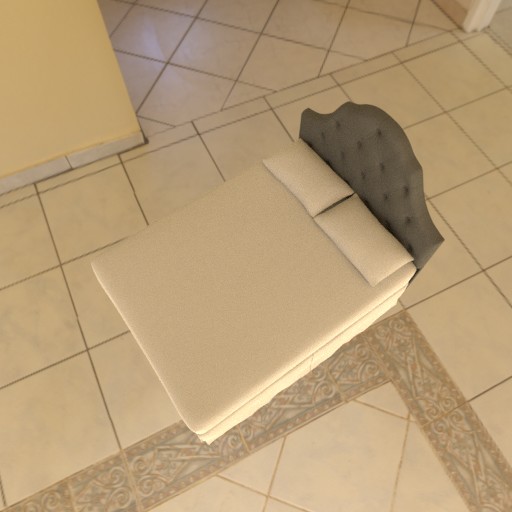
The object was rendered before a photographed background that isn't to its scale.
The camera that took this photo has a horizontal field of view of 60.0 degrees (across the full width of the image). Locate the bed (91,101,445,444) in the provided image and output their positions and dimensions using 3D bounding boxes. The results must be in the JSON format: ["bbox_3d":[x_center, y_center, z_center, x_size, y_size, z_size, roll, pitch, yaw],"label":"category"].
[{"bbox_3d":[0.000,0.000,3.297,2.155,1.575,1.636,-33,68,-15],"label":"bed"}]
